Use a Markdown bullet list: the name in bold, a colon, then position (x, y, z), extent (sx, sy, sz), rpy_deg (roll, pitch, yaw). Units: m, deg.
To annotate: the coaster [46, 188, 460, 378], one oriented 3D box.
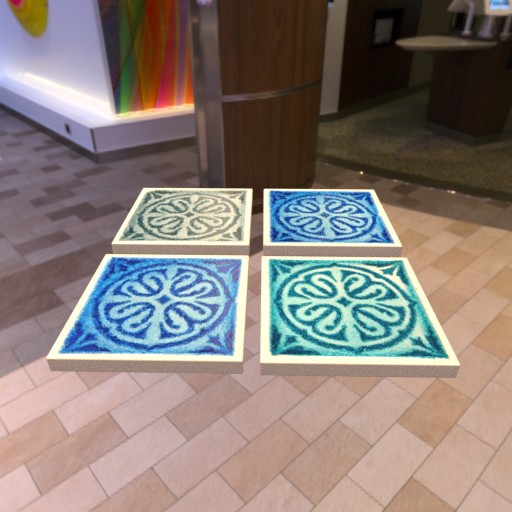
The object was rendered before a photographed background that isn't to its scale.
- **coaster**: position (0.000, 0.000, 0.322), extent (0.214, 0.010, 0.219), rpy_deg (1, 32, 1)
